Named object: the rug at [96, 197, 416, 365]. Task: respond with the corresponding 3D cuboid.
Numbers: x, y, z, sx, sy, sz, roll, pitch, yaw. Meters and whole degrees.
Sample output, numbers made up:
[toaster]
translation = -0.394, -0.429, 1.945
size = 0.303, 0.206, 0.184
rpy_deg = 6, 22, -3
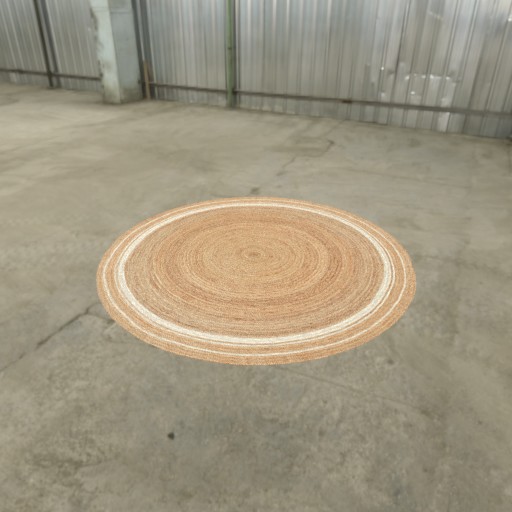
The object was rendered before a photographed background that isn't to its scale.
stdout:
[rug]
translation = 0.000, 0.000, 3.548
size = 2.444, 0.015, 2.444
rpy_deg = 0, 30, 0
